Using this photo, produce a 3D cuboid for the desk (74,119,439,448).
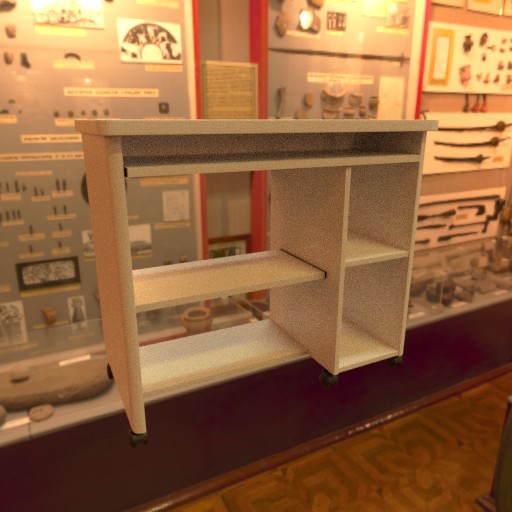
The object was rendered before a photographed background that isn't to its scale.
[{"bbox_3d":[0.000,0.000,1.298,0.877,0.763,0.475,-8,19,-25],"label":"desk"}]
